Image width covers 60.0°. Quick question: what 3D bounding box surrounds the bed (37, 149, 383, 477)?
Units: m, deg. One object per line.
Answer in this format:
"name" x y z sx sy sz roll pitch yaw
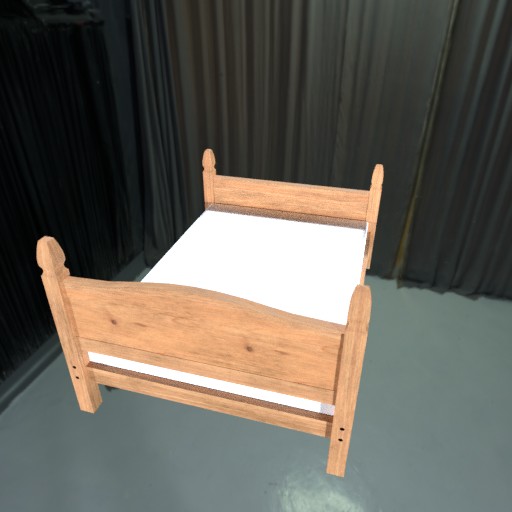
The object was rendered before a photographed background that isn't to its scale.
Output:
"bed" 0.000 0.000 2.919 1.490 1.100 2.069 8 32 14
